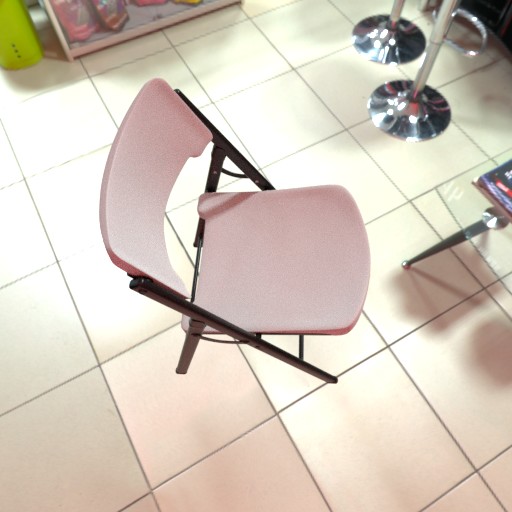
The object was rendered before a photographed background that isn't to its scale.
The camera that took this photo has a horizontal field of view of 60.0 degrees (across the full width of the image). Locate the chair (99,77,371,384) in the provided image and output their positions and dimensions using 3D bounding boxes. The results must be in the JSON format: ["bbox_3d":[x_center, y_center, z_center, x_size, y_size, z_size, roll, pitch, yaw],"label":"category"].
[{"bbox_3d":[0.000,0.000,1.150,0.577,0.765,0.482,3,63,1],"label":"chair"}]
